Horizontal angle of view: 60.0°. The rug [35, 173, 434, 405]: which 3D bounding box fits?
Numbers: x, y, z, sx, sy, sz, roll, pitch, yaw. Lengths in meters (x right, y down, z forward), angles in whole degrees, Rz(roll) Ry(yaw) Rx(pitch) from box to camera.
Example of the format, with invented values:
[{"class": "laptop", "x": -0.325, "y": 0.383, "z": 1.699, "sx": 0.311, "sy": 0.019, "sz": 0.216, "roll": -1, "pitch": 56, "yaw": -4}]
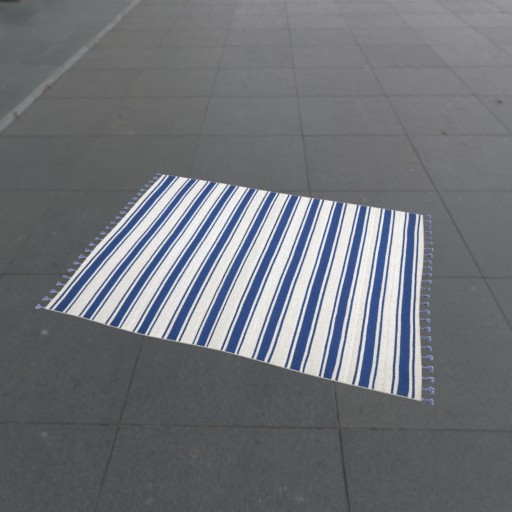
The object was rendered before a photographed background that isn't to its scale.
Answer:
[{"class": "rug", "x": 0.000, "y": 0.000, "z": 4.452, "sx": 3.416, "sy": 0.016, "sz": 2.471, "roll": 11, "pitch": 41, "yaw": 12}]
